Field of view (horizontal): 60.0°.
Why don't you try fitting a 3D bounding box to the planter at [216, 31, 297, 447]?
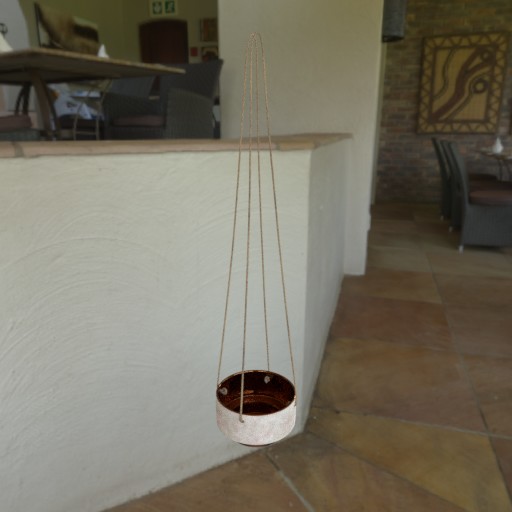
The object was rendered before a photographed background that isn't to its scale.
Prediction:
[{"bbox_3d":[0.000,0.000,1.122,0.223,1.030,0.223,-8,18,-25],"label":"planter"}]
